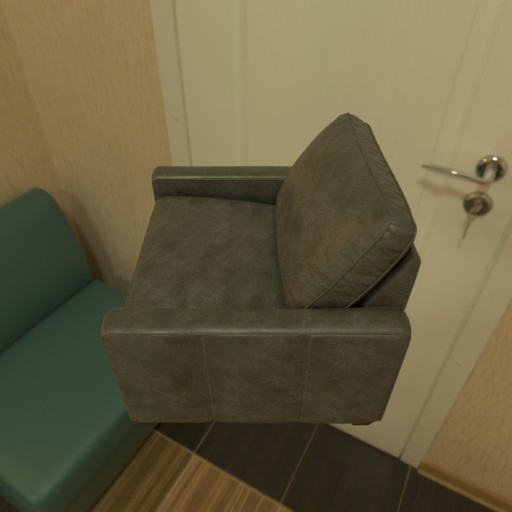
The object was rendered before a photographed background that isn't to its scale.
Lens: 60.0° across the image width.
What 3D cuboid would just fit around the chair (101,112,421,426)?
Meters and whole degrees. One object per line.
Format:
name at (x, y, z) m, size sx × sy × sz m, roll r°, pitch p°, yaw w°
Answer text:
chair at (0.000, 0.000, 1.744) m, size 0.939 × 0.916 × 1.006 m, roll 0°, pitch 41°, yaw 0°
